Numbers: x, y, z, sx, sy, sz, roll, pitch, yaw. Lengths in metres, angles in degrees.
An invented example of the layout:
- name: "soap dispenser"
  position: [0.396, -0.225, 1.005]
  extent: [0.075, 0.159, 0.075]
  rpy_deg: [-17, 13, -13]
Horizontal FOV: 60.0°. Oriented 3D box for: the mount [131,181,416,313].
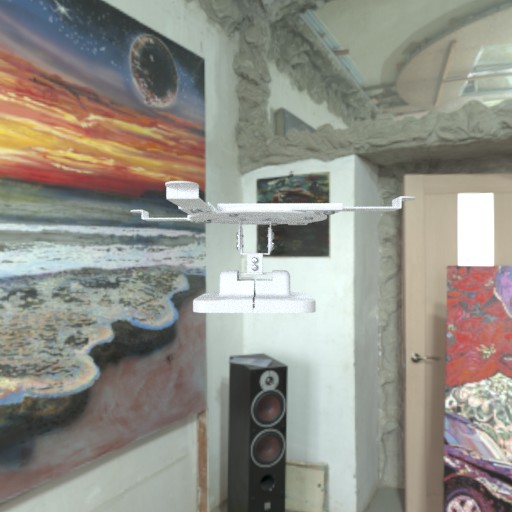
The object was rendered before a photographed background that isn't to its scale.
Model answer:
- name: "mount"
  position: [0.000, 0.000, 0.617]
  extent: [0.394, 0.141, 0.394]
  rpy_deg: [0, 0, 1]
